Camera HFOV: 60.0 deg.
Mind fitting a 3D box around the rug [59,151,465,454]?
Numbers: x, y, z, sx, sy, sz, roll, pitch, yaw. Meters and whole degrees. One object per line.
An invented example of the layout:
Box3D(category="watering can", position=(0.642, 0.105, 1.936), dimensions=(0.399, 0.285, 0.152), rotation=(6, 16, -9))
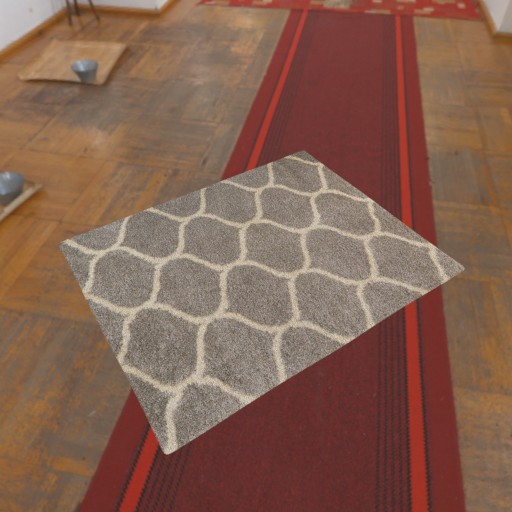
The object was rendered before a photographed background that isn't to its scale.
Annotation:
Box3D(category="rug", position=(0.000, 0.000, 4.154), dimensions=(3.000, 0.026, 2.399), rotation=(-25, 50, -23))
